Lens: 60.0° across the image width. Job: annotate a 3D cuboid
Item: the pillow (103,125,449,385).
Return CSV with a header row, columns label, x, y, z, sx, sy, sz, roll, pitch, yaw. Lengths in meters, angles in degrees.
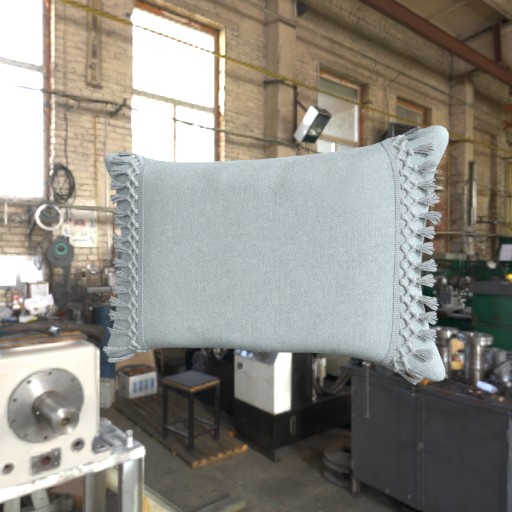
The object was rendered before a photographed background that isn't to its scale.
label,x,y,z,sx,sy,sz,roll,pitch,yaw
pillow,0.000,0.000,0.582,0.466,0.305,0.084,0,0,18
